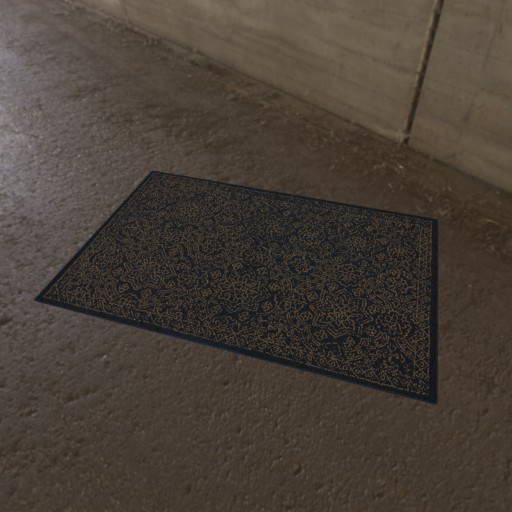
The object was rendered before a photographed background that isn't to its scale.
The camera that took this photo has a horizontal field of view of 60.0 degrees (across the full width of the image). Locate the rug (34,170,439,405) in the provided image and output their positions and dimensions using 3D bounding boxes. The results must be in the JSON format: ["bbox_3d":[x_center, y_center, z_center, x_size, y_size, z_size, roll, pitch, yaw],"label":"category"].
[{"bbox_3d":[0.000,0.000,2.325,1.829,0.010,1.219,12,43,13],"label":"rug"}]
